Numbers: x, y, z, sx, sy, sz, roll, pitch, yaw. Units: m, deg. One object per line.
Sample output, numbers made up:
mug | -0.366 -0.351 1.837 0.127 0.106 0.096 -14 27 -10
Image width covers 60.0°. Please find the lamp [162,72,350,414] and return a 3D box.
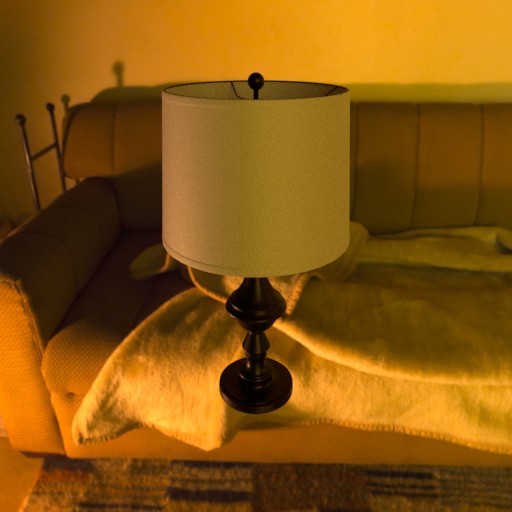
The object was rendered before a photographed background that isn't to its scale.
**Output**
lamp | 0.000 0.000 0.946 0.383 0.726 0.383 0 26 0
